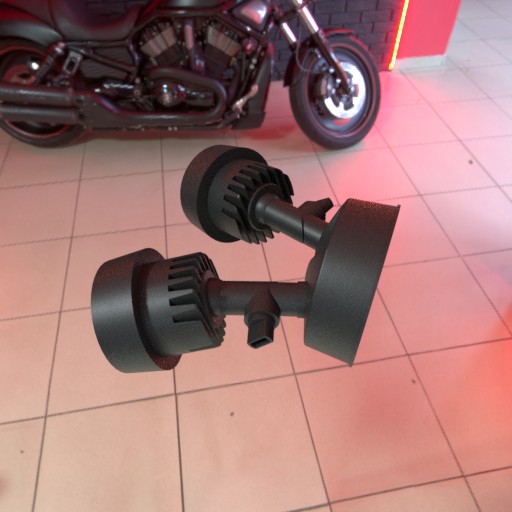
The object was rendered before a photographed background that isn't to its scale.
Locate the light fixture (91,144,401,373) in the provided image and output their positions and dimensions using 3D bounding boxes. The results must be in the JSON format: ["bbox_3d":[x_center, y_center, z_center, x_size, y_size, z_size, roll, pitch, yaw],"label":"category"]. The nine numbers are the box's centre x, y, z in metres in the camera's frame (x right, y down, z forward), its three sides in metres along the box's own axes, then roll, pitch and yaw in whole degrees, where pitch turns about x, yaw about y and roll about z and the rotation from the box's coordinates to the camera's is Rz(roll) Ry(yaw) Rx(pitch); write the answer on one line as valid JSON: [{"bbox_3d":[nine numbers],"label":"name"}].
[{"bbox_3d":[0.000,0.000,0.313,0.168,0.120,0.213,17,50,15],"label":"light fixture"}]
